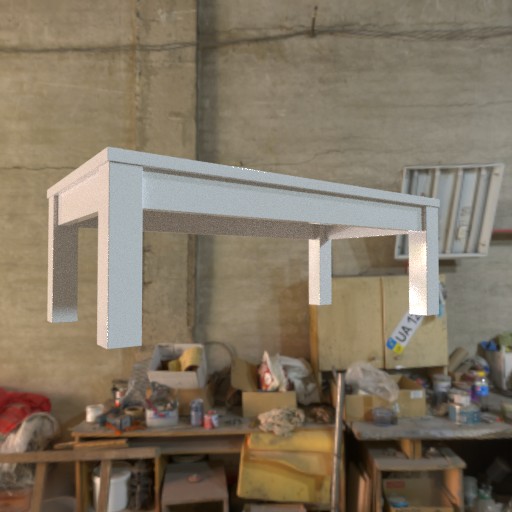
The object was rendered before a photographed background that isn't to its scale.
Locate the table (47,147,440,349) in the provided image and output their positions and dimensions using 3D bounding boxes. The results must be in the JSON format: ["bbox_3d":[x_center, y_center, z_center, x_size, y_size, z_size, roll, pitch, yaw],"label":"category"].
[{"bbox_3d":[0.000,0.000,1.699,1.350,0.470,0.700,1,-2,-36],"label":"table"}]
